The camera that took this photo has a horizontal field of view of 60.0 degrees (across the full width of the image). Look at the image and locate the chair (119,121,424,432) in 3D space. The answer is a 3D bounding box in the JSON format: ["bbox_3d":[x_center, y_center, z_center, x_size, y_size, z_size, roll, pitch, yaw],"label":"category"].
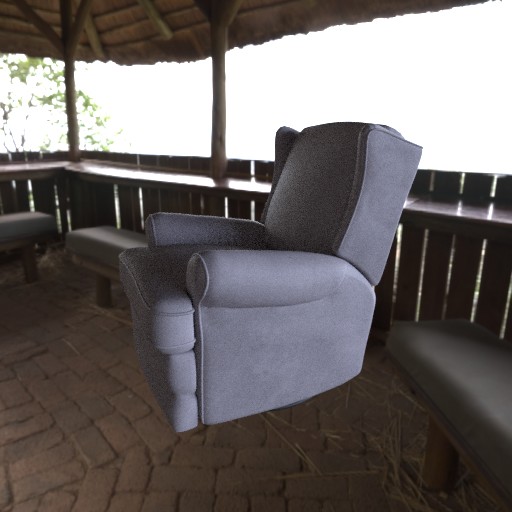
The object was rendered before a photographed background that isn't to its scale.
[{"bbox_3d":[0.000,0.000,1.726,0.969,1.011,0.847,-7,17,-23],"label":"chair"}]
